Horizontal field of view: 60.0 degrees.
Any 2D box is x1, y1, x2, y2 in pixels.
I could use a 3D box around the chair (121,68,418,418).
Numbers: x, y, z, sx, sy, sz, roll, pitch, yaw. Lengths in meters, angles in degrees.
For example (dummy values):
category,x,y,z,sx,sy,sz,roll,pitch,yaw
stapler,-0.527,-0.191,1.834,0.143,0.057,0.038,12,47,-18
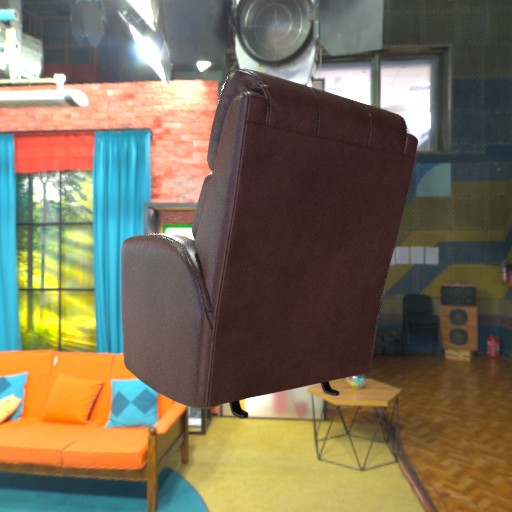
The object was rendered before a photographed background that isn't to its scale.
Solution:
category,x,y,z,sx,sy,sz,roll,pitch,yaw
chair,0.000,0.000,1.686,0.787,1.016,0.939,0,-1,-35
